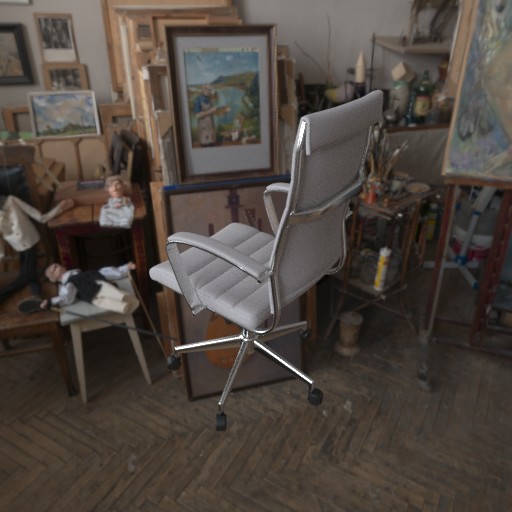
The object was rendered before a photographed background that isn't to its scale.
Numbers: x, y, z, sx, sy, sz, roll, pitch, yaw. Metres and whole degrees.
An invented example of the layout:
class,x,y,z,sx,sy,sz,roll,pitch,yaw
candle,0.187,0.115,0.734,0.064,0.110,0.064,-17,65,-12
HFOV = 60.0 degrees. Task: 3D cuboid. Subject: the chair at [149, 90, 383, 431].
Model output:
class,x,y,z,sx,sy,sz,roll,pitch,yaw
chair,0.000,0.000,1.612,0.667,1.149,0.679,20,36,31
